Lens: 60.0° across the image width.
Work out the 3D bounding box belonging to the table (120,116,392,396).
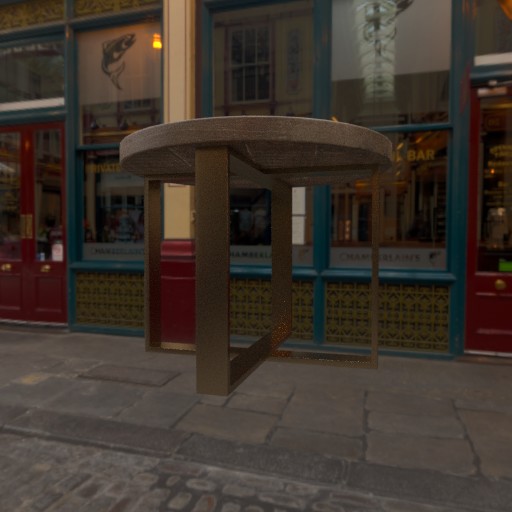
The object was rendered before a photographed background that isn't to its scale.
[{"bbox_3d":[0.000,0.000,0.954,0.557,0.437,0.557,0,1,0],"label":"table"}]
